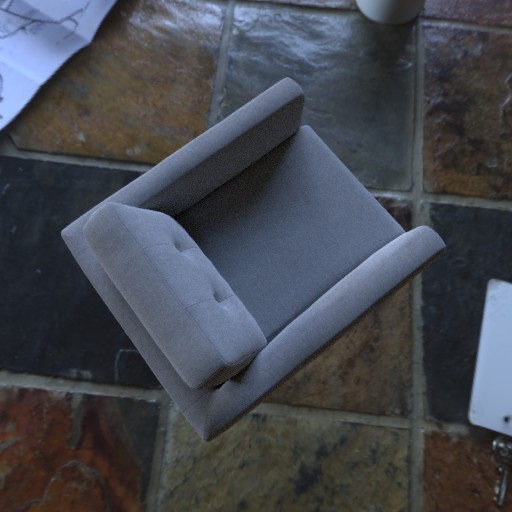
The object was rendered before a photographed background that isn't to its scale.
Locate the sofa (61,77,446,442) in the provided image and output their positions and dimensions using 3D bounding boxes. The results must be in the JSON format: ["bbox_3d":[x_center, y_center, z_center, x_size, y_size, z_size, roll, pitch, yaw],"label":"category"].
[{"bbox_3d":[0.000,0.000,1.517,0.920,0.860,0.770,-37,78,-9],"label":"sofa"}]
